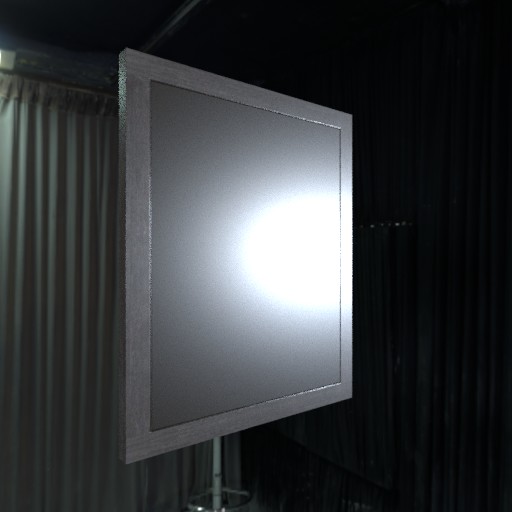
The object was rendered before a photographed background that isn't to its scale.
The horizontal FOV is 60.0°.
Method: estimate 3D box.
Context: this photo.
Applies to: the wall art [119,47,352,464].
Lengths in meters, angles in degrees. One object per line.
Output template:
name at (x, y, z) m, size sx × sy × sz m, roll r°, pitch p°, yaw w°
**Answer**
wall art at (0.000, 0.000, 0.774) m, size 0.479 × 0.580 × 0.027 m, roll 0°, pitch 0°, yaw -38°
